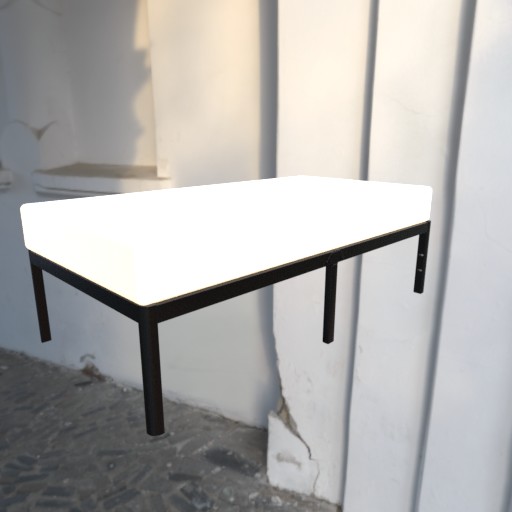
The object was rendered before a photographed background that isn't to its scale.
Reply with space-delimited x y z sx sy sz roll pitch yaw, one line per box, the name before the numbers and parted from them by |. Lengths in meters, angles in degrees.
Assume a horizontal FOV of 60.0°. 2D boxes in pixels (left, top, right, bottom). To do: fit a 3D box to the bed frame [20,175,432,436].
bed frame | 0.000 0.000 2.356 1.950 0.659 1.023 -15 21 -43
